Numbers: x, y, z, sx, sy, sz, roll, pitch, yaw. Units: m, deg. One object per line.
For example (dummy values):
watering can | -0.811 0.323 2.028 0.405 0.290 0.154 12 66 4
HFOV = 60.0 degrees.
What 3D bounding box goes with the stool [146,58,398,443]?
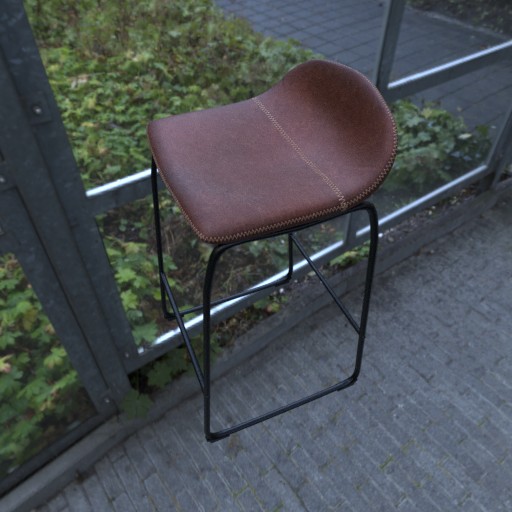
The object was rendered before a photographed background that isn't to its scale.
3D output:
stool | 0.000 0.000 1.099 0.473 0.830 0.454 -17 48 -16
